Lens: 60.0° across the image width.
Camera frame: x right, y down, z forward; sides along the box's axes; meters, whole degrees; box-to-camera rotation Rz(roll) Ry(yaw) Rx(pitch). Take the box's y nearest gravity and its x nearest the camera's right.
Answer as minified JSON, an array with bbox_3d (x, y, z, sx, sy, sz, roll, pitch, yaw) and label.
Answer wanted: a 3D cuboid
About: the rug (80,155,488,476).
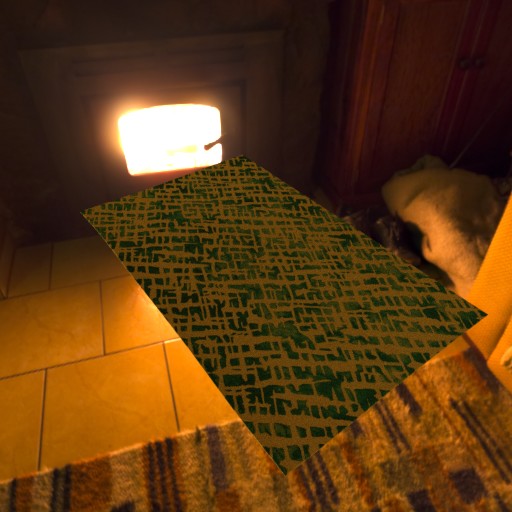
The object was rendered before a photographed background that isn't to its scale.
[{"bbox_3d":[0.000,0.000,2.959,1.520,0.011,2.447,-26,47,-27],"label":"rug"}]
